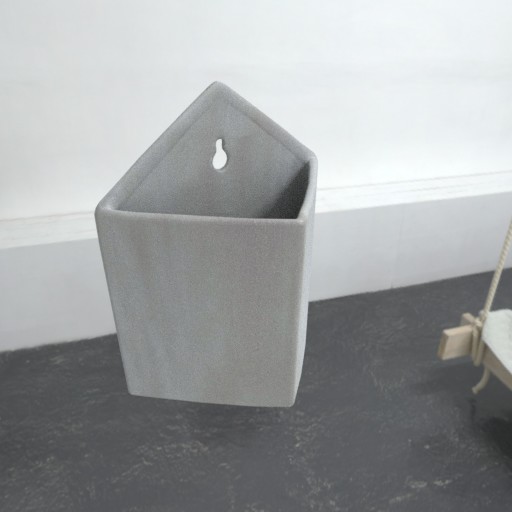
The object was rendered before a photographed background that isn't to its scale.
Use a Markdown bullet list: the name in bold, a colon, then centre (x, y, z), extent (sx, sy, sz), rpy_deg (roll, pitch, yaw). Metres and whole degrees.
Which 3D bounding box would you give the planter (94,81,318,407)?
- **planter**: centre (0.000, 0.000, 0.272), extent (0.163, 0.194, 0.080), rpy_deg (-20, 36, -31)
